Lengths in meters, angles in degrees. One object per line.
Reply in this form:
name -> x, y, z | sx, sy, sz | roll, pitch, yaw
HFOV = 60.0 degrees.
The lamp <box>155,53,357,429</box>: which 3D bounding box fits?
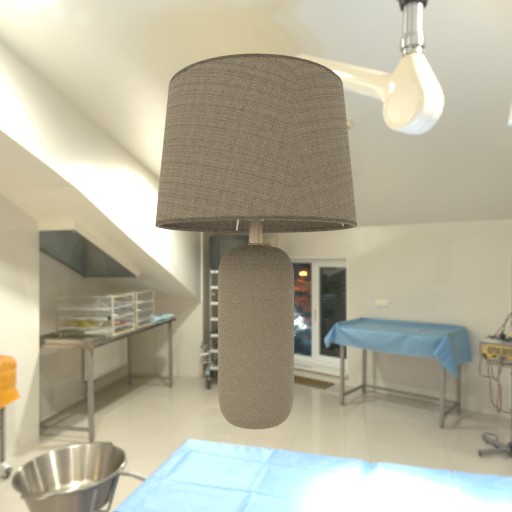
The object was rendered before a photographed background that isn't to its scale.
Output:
lamp -> 0.000, 0.000, 0.825 | 0.367, 0.609, 0.367 | 0, 0, 0
